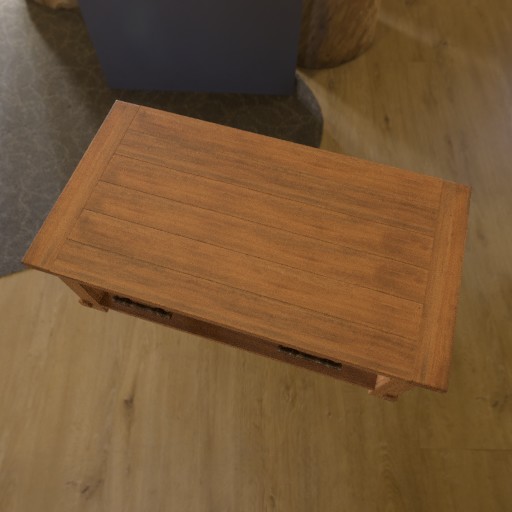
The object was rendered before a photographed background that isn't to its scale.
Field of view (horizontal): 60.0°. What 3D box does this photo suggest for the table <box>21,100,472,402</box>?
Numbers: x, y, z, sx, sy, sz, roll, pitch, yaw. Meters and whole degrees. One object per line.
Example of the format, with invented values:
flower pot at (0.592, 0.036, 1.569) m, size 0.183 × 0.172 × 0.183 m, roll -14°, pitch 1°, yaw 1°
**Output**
table at (0.000, 0.000, 1.610) m, size 1.270 × 0.494 × 0.693 m, roll 16°, pitch 66°, yaw 7°
